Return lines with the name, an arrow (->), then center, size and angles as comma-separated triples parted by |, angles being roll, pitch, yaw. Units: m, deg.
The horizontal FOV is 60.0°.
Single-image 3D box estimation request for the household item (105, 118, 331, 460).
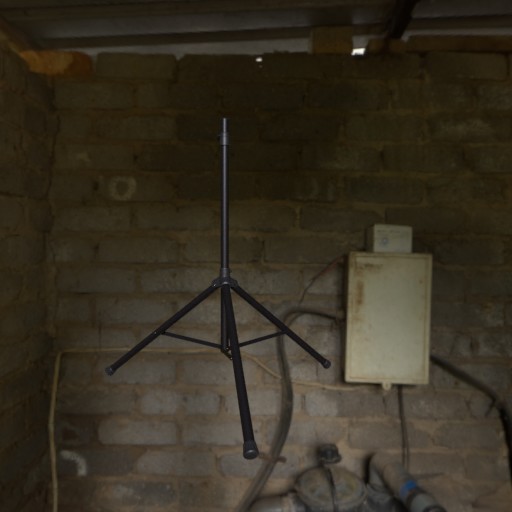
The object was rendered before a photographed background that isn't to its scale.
household item -> 0.000, 0.000, 2.719 | 1.339, 1.595, 1.596 | 0, 0, -37
